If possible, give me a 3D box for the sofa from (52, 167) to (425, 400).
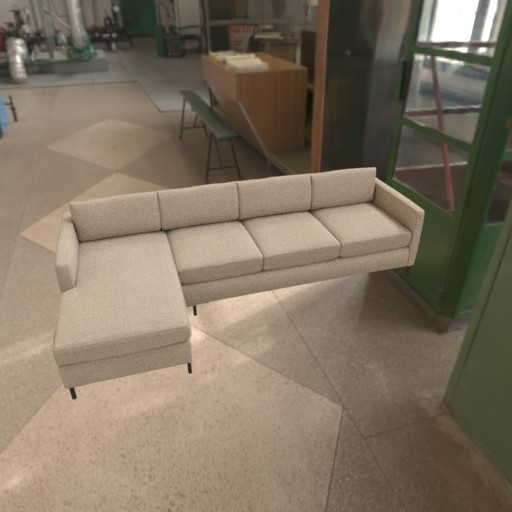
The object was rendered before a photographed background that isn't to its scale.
[{"bbox_3d":[0.000,0.000,3.506,2.923,0.816,1.469,-9,33,-15],"label":"sofa"}]
